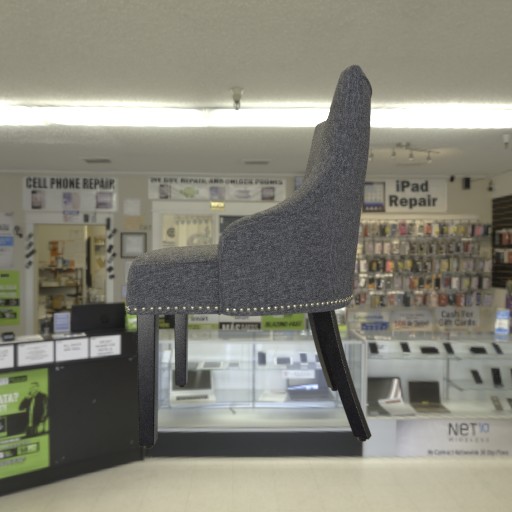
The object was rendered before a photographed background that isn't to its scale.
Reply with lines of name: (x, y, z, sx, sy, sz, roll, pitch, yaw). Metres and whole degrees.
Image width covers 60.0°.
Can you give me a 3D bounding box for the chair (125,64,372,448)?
chair: (0.000, 0.000, 1.289, 0.629, 0.909, 0.566, 0, 1, 0)
